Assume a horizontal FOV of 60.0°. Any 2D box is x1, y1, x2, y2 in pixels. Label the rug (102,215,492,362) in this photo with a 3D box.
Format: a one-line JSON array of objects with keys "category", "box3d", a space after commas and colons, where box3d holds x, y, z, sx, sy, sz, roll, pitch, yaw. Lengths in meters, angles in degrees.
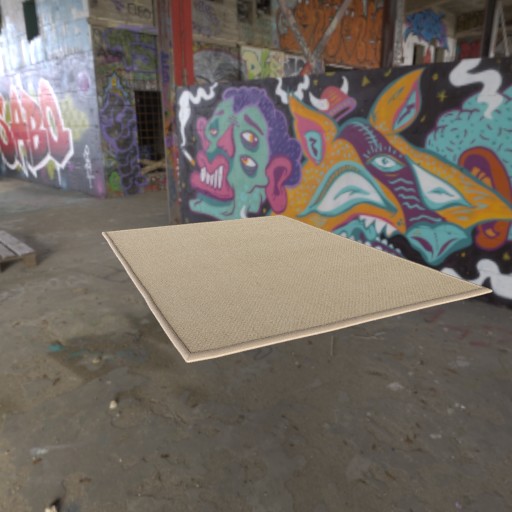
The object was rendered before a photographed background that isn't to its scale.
[{"category": "rug", "box3d": [0.000, 0.000, 2.688, 1.525, 0.020, 2.081, -8, 18, -25]}]
